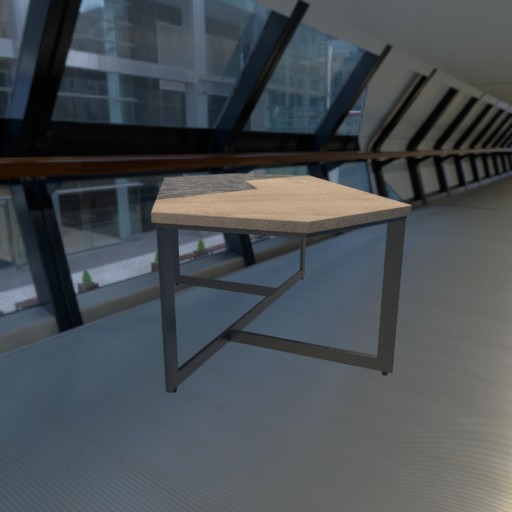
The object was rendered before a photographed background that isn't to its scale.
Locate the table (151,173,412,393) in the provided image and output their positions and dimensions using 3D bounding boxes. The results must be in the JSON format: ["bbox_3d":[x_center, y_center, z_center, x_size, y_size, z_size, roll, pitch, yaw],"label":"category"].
[{"bbox_3d":[0.000,0.000,1.492,0.609,0.457,1.219,-2,15,-9],"label":"table"}]
